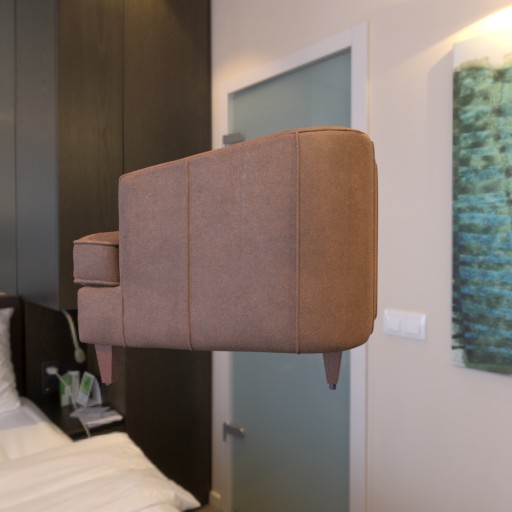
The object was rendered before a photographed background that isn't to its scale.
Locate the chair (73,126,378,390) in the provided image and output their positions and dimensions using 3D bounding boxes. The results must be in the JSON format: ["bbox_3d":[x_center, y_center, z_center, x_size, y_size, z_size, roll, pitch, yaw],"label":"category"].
[{"bbox_3d":[0.000,0.000,1.741,0.914,0.787,1.118,0,1,17],"label":"chair"}]
